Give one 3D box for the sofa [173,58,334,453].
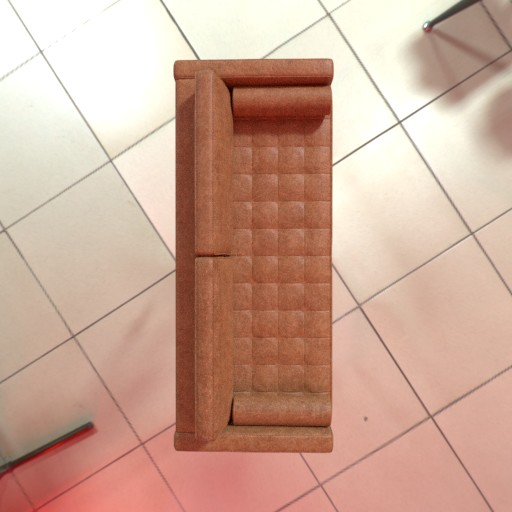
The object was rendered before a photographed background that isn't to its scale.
[{"bbox_3d":[0.000,0.000,2.641,0.919,0.770,2.200,0,90,2],"label":"sofa"}]
